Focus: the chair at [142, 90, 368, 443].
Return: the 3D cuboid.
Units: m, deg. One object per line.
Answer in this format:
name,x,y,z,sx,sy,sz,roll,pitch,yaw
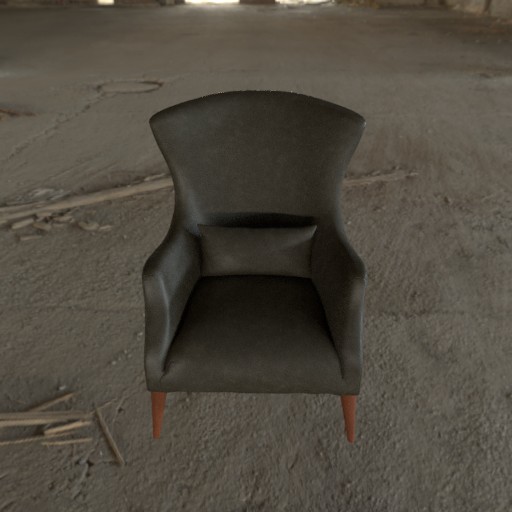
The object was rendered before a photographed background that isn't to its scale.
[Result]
chair,0.000,0.000,1.760,0.819,1.068,0.954,1,32,1
